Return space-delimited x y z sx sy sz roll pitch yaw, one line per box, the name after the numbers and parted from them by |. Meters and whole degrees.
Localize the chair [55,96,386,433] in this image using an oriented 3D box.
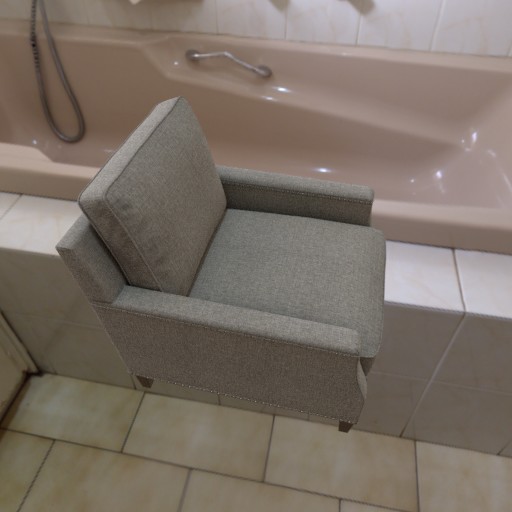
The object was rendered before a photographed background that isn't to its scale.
0.000 0.000 1.726 1.014 0.943 0.853 10 46 9 | chair
